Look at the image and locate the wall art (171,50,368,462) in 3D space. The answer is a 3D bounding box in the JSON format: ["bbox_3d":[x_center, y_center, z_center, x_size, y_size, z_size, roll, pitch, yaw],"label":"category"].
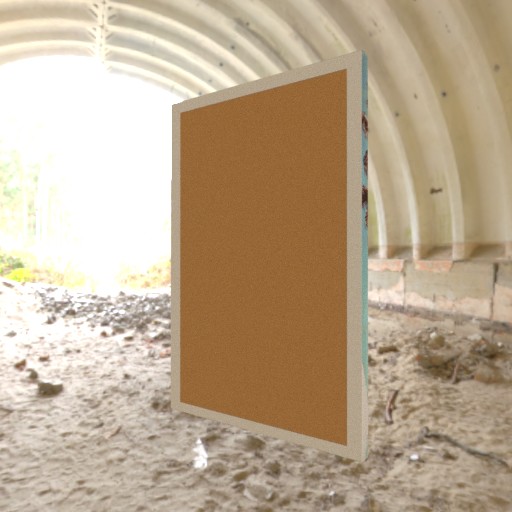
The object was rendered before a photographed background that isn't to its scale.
[{"bbox_3d":[0.000,0.000,1.169,0.605,0.915,0.037,0,0,36],"label":"wall art"}]
